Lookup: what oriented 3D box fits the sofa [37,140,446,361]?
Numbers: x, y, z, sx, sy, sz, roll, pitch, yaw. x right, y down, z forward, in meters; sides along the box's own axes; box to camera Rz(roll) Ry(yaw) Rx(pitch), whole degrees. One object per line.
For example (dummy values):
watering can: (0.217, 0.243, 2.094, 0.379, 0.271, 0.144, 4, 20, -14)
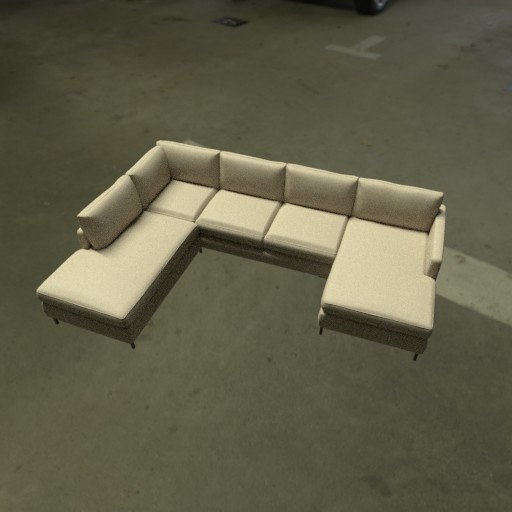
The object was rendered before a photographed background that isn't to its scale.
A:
sofa: (0.000, 0.000, 3.490, 2.737, 0.756, 1.879, 14, 44, 15)
